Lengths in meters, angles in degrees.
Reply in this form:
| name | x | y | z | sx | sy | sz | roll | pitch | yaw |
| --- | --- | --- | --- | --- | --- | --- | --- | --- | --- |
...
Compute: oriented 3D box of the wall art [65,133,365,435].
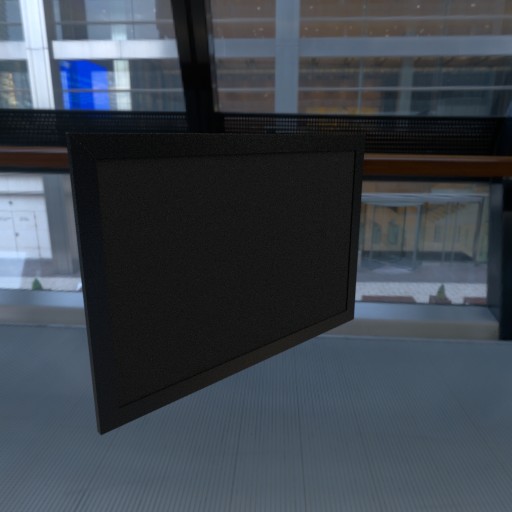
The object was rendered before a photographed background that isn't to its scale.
| name | x | y | z | sx | sy | sz | roll | pitch | yaw |
| --- | --- | --- | --- | --- | --- | --- | --- | --- | --- |
| wall art | 0.000 | 0.000 | 0.843 | 0.660 | 0.447 | 0.013 | -14 | 20 | -41 |
